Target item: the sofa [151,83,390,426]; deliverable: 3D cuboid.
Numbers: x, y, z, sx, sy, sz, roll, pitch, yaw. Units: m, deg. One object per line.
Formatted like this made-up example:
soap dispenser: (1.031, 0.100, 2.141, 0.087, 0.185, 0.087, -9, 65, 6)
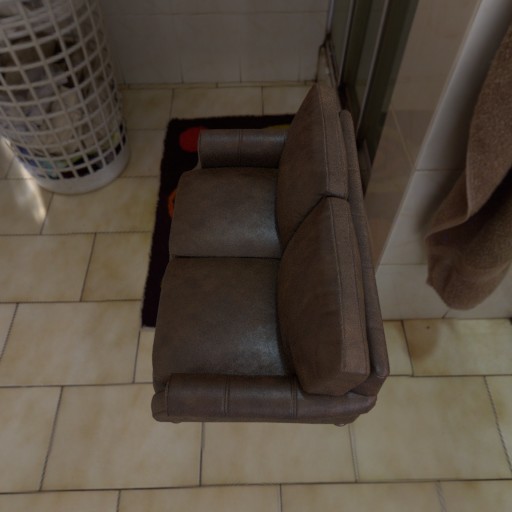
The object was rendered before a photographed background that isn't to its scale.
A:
sofa: (0.000, 0.000, 2.220, 0.990, 0.976, 1.616, 1, 57, 1)
